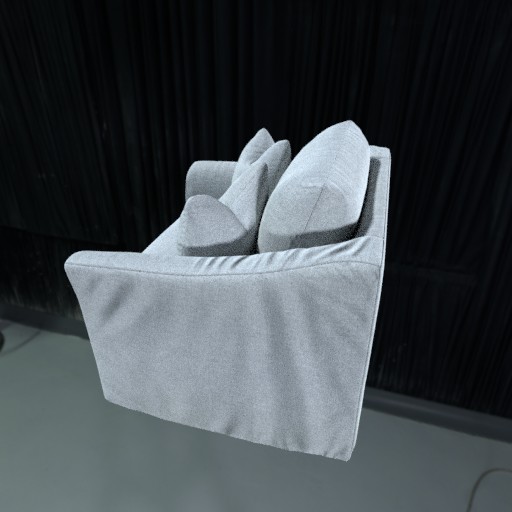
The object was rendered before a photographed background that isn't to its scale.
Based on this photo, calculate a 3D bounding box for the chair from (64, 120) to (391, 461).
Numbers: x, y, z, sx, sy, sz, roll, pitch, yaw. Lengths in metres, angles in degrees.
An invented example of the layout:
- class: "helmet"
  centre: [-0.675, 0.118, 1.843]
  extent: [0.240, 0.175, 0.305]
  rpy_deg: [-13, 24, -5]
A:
- class: "chair"
  centre: [0.000, 0.000, 1.990]
  extent: [1.071, 1.059, 1.194]
  rpy_deg: [8, 31, 14]
